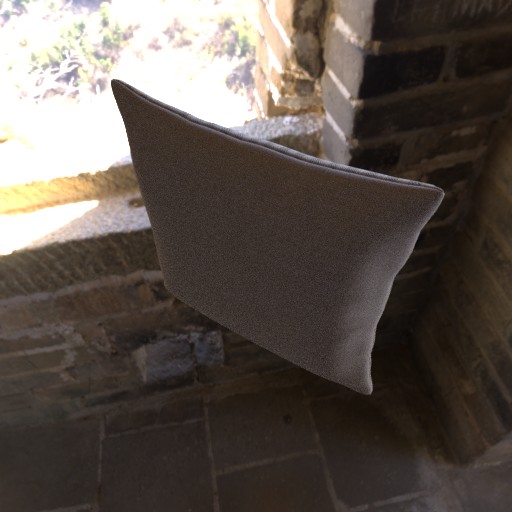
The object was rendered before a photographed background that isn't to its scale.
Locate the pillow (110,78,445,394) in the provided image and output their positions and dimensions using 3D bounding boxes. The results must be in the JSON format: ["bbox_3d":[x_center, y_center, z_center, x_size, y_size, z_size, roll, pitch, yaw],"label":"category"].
[{"bbox_3d":[0.000,0.000,0.776,0.523,0.510,0.166,25,52,21],"label":"pillow"}]
